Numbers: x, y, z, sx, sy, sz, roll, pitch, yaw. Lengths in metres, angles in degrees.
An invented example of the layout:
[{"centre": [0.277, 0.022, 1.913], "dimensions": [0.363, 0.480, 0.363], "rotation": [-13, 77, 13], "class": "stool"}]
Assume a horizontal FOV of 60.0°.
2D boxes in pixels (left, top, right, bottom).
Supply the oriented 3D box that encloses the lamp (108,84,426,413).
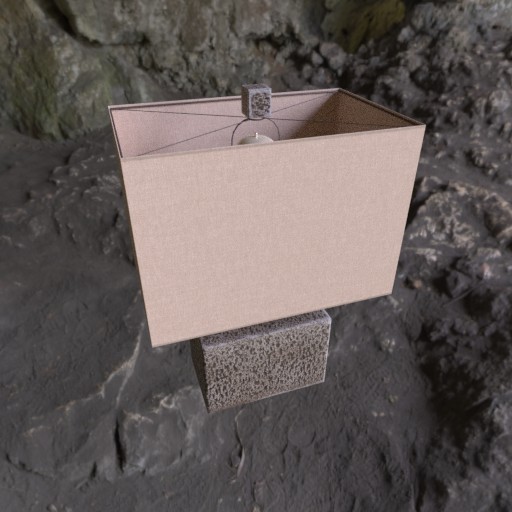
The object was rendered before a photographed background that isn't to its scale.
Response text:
[{"centre": [0.000, 0.000, 0.565], "dimensions": [0.294, 0.411, 0.180], "rotation": [-10, 34, -16], "class": "lamp"}]
